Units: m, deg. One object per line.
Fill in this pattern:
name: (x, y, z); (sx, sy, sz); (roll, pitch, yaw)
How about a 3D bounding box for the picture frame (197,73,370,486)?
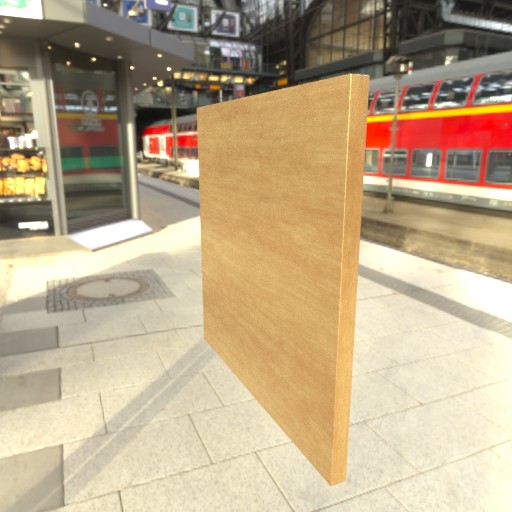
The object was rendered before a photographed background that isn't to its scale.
picture frame: (0.000, 0.000, 1.119); (0.037, 0.761, 0.758); (-7, 16, -25)
